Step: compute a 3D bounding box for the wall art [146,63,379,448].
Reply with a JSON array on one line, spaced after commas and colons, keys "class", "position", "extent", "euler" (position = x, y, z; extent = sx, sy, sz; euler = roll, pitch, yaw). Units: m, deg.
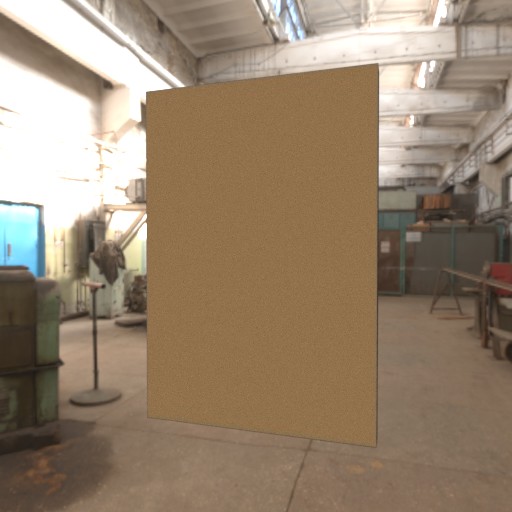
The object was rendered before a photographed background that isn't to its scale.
[{"class": "wall art", "position": [0.000, 0.000, 0.589], "extent": [0.313, 0.457, 0.031], "euler": [0, 1, 18]}]
